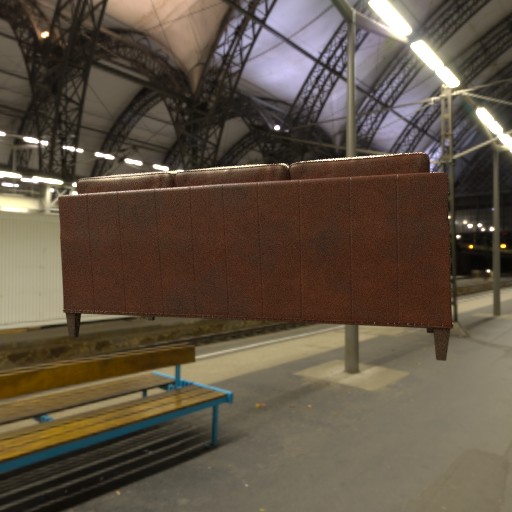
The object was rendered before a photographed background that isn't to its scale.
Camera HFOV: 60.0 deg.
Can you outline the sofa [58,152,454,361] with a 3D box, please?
[{"bbox_3d":[0.000,0.000,2.806,2.240,1.003,1.084,0,-1,18],"label":"sofa"}]
